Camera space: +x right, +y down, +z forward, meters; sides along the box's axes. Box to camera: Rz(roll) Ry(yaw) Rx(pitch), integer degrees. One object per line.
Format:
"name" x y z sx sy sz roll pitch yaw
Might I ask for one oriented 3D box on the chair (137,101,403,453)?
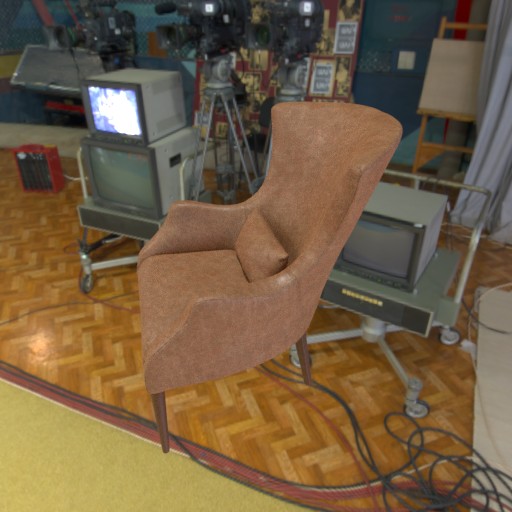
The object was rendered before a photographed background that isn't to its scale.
"chair" 0.000 0.000 1.759 0.955 1.067 0.846 -8 31 -13
